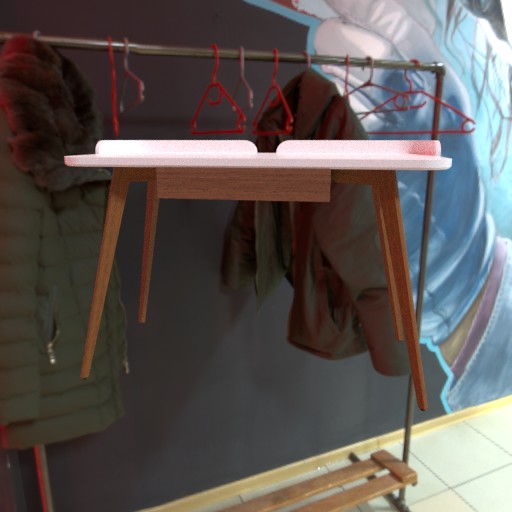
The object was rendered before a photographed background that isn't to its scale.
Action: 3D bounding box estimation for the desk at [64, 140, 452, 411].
[{"bbox_3d":[0.000,0.000,1.600,1.206,0.807,0.534,2,15,9],"label":"desk"}]
